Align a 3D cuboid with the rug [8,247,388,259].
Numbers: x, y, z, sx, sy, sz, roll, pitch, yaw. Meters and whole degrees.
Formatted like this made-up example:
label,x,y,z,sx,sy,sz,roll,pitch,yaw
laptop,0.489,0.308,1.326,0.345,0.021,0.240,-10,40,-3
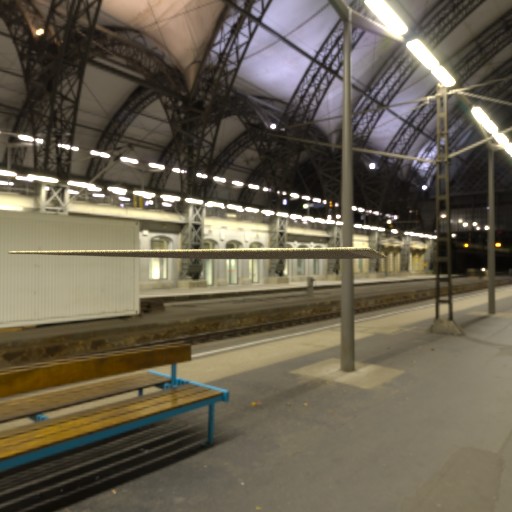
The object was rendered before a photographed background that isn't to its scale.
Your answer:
label,x,y,z,sx,sy,sz,roll,pitch,yaw
rug,0.000,0.000,2.257,1.250,0.015,1.850,0,-1,18
